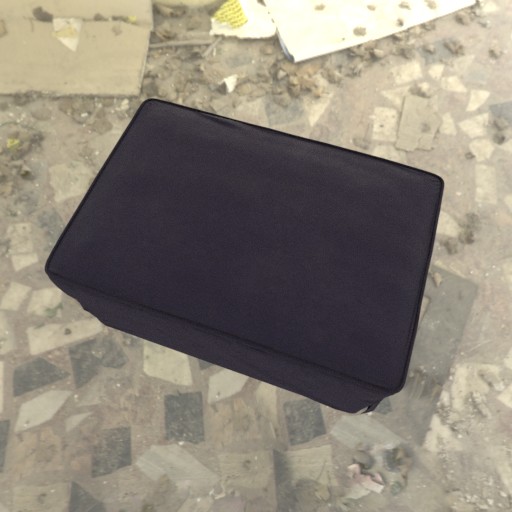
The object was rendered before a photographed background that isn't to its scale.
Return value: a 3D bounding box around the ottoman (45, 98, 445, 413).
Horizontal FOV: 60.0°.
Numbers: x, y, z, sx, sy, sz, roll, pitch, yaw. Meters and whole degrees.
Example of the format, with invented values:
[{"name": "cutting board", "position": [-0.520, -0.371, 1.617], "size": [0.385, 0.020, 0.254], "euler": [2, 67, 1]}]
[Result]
[{"name": "ottoman", "position": [0.000, 0.000, 1.327], "size": [0.938, 0.503, 0.637], "euler": [17, 66, 8]}]
